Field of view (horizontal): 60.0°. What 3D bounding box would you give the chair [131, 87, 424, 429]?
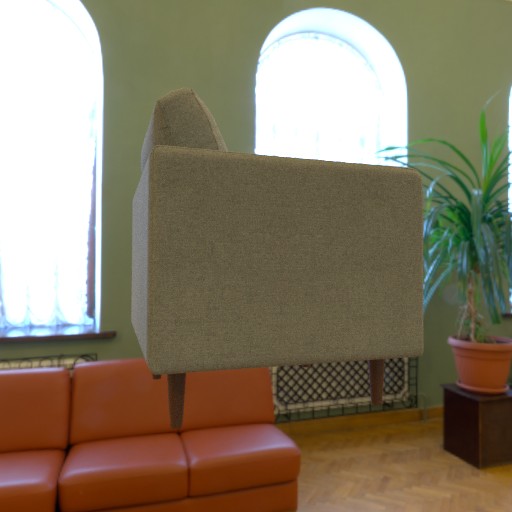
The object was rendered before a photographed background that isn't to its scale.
[{"bbox_3d":[0.000,0.000,1.543,0.800,0.927,0.855,0,-1,-18],"label":"chair"}]
